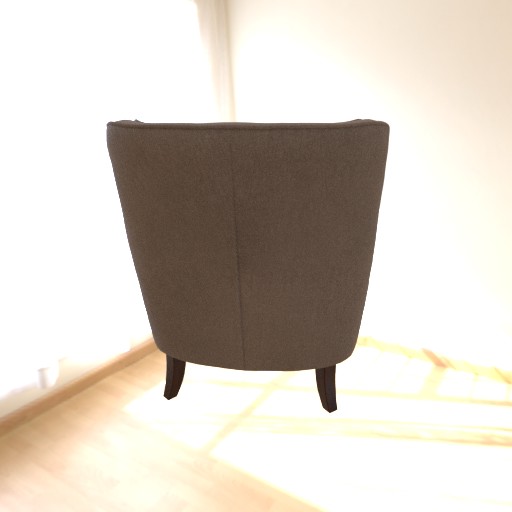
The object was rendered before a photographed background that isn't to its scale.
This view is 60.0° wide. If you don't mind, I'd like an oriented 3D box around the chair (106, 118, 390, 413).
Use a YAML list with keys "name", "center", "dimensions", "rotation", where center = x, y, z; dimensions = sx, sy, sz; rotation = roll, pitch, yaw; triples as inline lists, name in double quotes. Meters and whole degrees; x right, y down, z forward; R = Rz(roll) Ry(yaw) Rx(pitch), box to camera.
- name: "chair"
  center: [0.000, 0.000, 1.565]
  dimensions: [0.781, 0.919, 0.910]
  rotation: [2, 17, 7]
